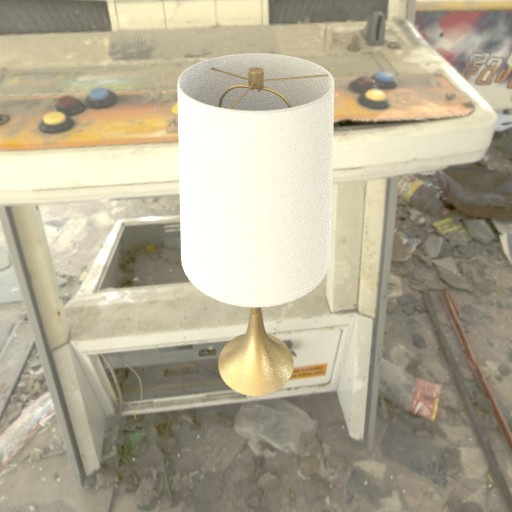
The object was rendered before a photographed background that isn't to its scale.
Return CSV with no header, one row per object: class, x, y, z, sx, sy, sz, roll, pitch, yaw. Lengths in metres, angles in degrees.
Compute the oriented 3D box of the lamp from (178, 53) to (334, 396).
lamp,0.000,0.000,0.696,0.231,0.569,0.231,0,42,0
